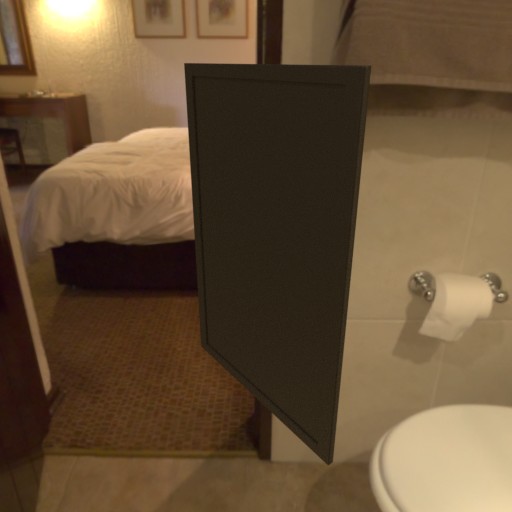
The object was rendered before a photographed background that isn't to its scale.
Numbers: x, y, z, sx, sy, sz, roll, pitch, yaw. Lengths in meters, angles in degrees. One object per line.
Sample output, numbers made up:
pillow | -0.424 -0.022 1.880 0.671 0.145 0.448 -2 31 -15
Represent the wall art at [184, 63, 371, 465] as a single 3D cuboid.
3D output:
wall art | 0.000 0.000 0.832 0.012 0.661 0.451 -17 29 -33
